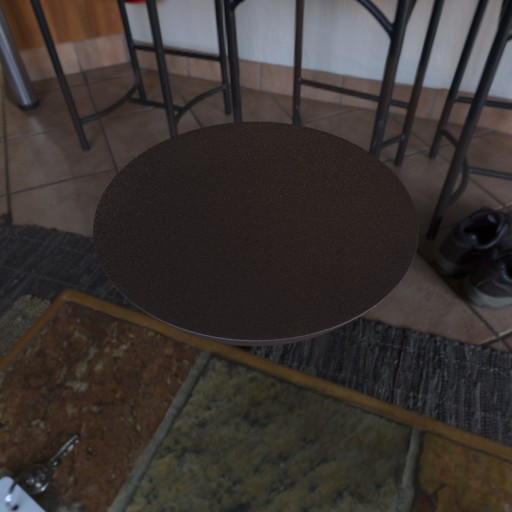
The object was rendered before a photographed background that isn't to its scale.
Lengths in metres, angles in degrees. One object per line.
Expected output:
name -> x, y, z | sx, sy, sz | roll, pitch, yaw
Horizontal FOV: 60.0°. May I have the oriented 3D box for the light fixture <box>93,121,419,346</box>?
light fixture -> 0.000, 0.000, 0.441 | 0.280, 0.135, 0.280 | 0, 47, 0
